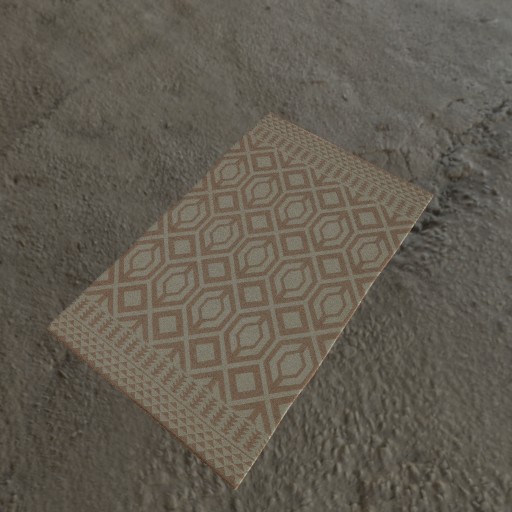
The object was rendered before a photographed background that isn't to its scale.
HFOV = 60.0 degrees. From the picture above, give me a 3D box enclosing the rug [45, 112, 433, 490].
[{"bbox_3d":[0.000,0.000,3.057,1.526,0.011,2.435,32,65,18],"label":"rug"}]
